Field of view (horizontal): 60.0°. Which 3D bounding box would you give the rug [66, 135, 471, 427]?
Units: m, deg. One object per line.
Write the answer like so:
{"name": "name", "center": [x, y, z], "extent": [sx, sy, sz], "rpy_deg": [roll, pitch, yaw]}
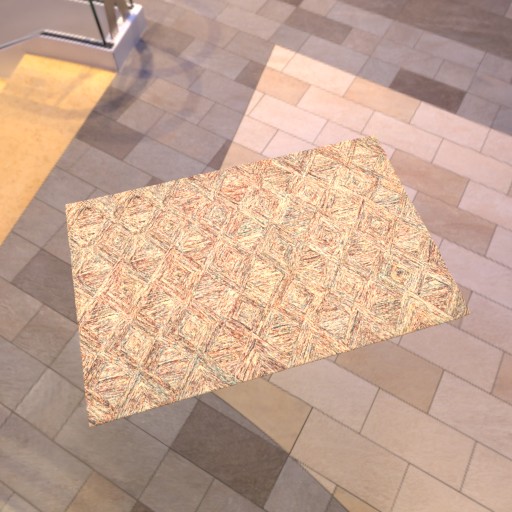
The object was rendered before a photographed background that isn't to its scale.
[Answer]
{"name": "rug", "center": [0.000, 0.000, 2.186], "extent": [1.761, 0.014, 1.143], "rpy_deg": [-14, 63, -7]}
